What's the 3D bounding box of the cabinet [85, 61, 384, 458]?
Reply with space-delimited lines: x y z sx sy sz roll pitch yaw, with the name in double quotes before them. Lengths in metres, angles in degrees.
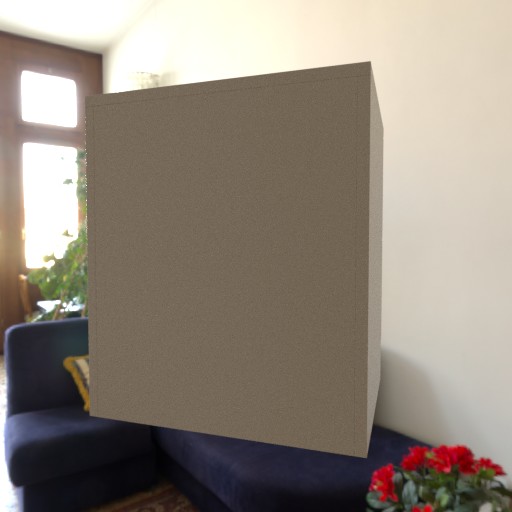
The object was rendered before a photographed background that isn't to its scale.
"cabinet" 0.000 0.000 0.756 0.400 0.470 0.360 1 2 18
